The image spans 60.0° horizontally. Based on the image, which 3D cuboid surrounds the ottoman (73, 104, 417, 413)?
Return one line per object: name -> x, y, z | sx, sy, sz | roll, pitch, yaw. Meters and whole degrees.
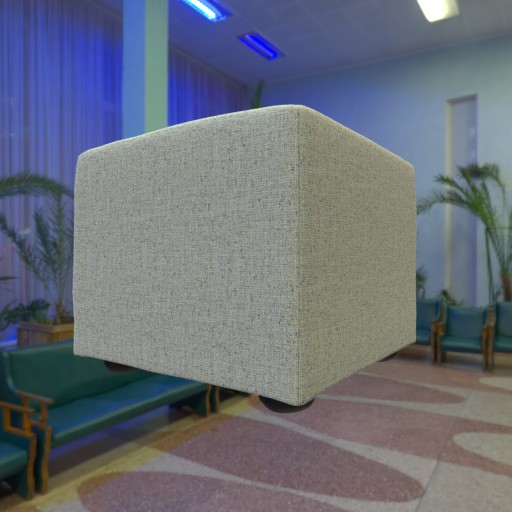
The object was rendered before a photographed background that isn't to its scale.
ottoman -> 0.000, 0.000, 0.908 | 0.512, 0.453, 0.521 | 0, 0, 36
